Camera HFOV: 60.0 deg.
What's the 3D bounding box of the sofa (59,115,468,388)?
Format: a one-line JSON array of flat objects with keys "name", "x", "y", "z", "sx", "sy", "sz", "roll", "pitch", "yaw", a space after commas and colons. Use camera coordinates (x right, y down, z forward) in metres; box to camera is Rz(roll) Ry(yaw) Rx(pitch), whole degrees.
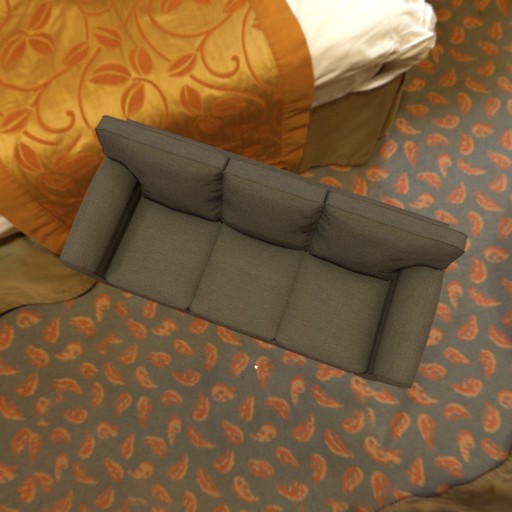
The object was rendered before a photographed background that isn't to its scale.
[{"name": "sofa", "x": 0.000, "y": 0.000, "z": 2.662, "sx": 2.084, "sy": 0.966, "sz": 0.909, "roll": 19, "pitch": 77, "yaw": 5}]
